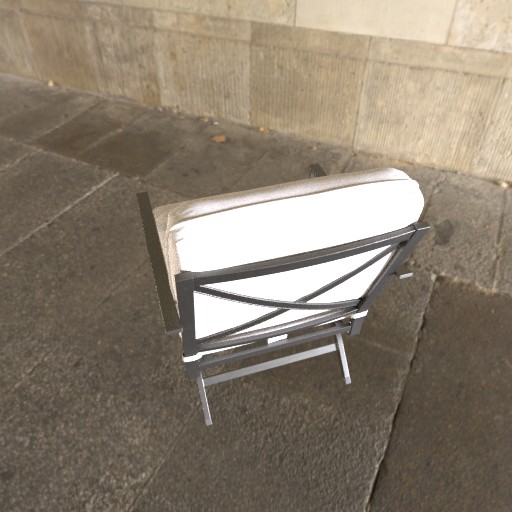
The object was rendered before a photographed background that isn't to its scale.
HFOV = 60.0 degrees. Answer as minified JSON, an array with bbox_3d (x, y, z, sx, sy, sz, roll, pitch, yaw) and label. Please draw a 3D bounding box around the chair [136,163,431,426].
[{"bbox_3d":[0.000,0.000,1.418,0.650,0.860,0.787,-12,42,-13],"label":"chair"}]
